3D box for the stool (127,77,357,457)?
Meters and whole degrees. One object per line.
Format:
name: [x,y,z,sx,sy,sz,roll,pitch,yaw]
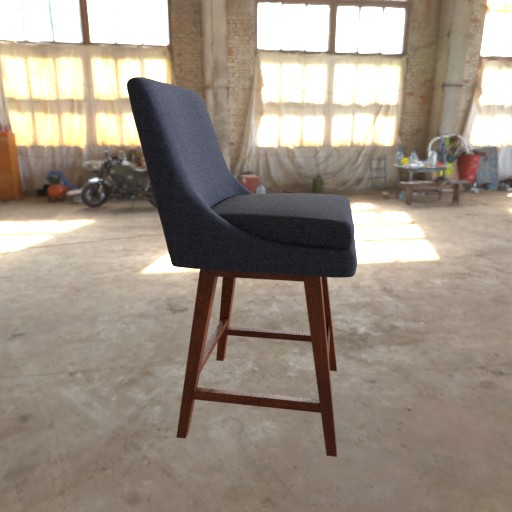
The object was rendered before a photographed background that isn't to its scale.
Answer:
stool: [0.000,0.000,1.220,0.524,0.895,0.467,3,16,10]
